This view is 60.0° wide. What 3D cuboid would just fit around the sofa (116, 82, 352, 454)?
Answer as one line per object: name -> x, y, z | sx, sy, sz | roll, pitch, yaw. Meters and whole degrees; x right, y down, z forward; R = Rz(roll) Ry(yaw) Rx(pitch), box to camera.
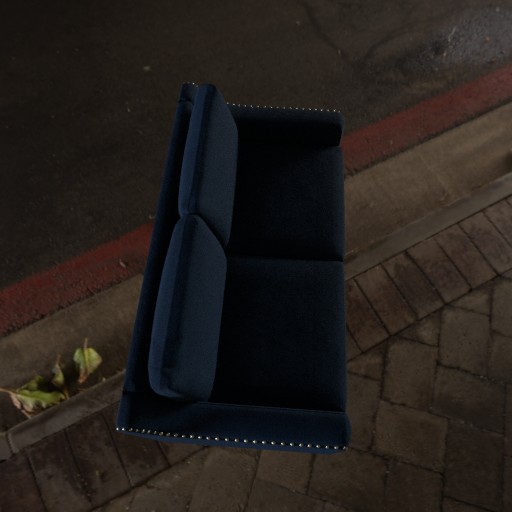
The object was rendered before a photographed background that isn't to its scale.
sofa -> 0.000, 0.000, 2.679 | 1.104, 0.983, 2.107 | 4, 64, 2
